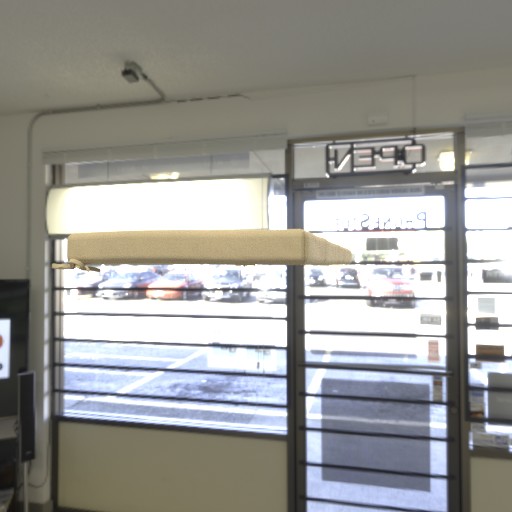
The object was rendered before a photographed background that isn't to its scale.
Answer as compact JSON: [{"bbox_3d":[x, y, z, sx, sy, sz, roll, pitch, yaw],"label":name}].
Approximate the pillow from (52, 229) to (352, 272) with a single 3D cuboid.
[{"bbox_3d":[0.000,0.000,1.312,0.492,0.081,1.187,0,-1,16],"label":"pillow"}]
